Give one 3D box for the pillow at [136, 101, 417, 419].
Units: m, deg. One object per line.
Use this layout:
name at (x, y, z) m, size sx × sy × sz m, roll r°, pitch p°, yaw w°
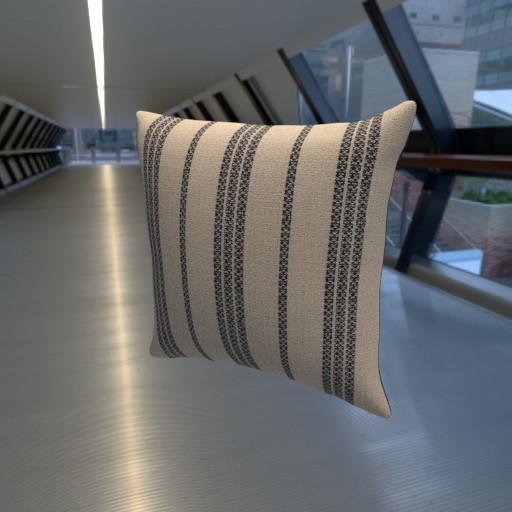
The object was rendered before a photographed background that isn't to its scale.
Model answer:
pillow at (0.000, 0.000, 0.633) m, size 0.405 × 0.406 × 0.173 m, roll 7°, pitch 16°, yaw 25°
